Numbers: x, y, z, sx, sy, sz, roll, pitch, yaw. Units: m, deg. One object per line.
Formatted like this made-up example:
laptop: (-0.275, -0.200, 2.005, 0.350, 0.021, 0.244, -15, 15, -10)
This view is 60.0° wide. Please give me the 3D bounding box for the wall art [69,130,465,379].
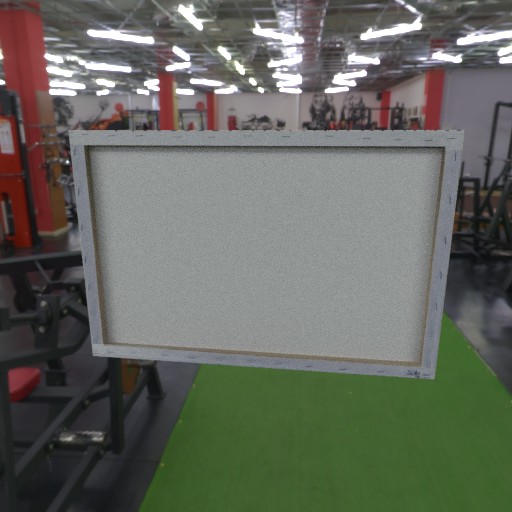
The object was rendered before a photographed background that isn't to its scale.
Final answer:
wall art: (0.000, 0.000, 1.389, 1.143, 0.757, 0.038, 2, 16, 7)
